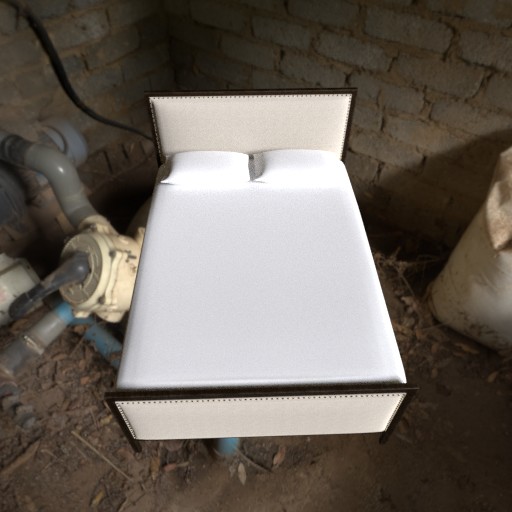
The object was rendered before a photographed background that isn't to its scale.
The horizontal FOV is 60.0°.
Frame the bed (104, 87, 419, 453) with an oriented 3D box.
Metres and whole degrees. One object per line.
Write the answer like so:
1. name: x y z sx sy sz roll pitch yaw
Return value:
1. bed: 0.000 0.000 3.070 1.607 1.313 2.221 -1 47 -1
